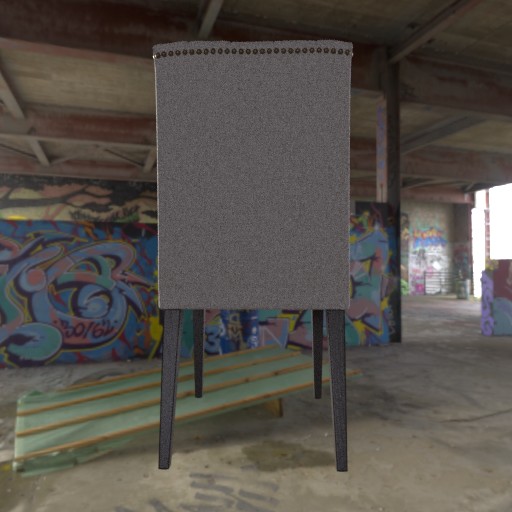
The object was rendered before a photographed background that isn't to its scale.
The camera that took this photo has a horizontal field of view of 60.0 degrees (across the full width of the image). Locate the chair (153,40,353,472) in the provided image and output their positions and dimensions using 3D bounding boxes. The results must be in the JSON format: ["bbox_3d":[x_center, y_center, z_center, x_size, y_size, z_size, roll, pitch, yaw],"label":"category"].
[{"bbox_3d":[0.000,0.000,1.344,0.511,1.016,0.647,0,-1,2],"label":"chair"}]
